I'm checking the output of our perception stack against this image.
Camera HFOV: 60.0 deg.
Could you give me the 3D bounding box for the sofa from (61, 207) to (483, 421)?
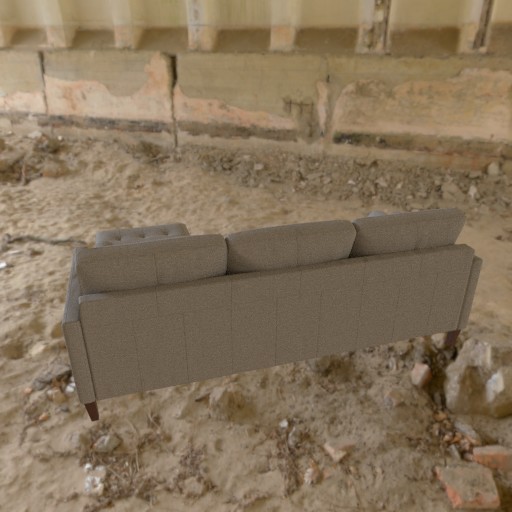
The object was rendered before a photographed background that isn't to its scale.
[{"bbox_3d":[0.000,0.000,2.865,2.178,0.875,1.506,-7,26,-15],"label":"sofa"}]
